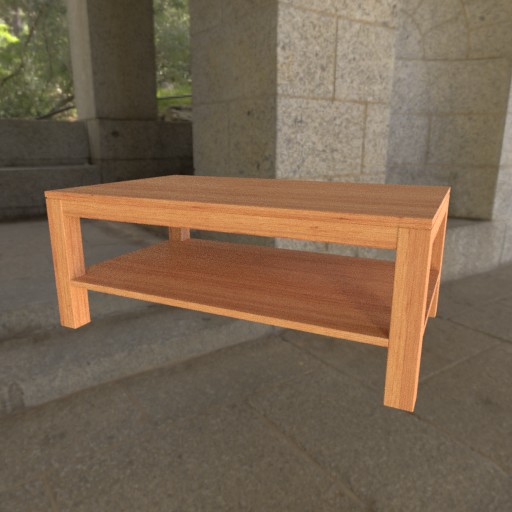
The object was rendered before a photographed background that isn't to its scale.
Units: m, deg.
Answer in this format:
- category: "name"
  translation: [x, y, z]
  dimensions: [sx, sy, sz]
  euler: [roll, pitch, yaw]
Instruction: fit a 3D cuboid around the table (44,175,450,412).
- category: "table"
  translation: [0.000, 0.000, 1.517]
  dimensions: [1.146, 0.457, 0.695]
  euler: [7, 17, 25]
